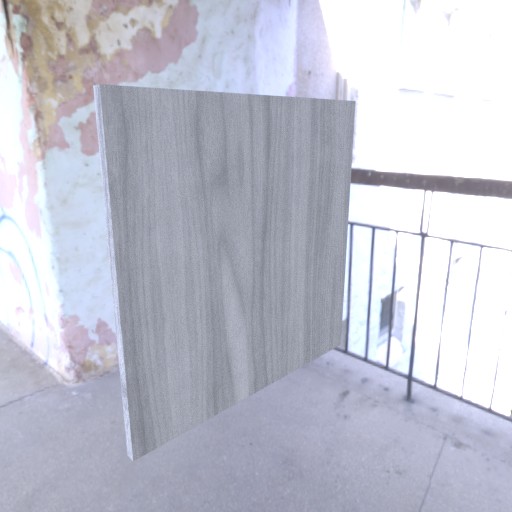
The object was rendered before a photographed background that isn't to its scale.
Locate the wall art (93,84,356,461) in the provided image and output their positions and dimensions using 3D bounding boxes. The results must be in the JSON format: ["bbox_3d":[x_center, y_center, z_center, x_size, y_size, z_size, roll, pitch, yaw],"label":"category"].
[{"bbox_3d":[0.000,0.000,0.740,0.508,0.507,0.016,-15,22,-42],"label":"wall art"}]
